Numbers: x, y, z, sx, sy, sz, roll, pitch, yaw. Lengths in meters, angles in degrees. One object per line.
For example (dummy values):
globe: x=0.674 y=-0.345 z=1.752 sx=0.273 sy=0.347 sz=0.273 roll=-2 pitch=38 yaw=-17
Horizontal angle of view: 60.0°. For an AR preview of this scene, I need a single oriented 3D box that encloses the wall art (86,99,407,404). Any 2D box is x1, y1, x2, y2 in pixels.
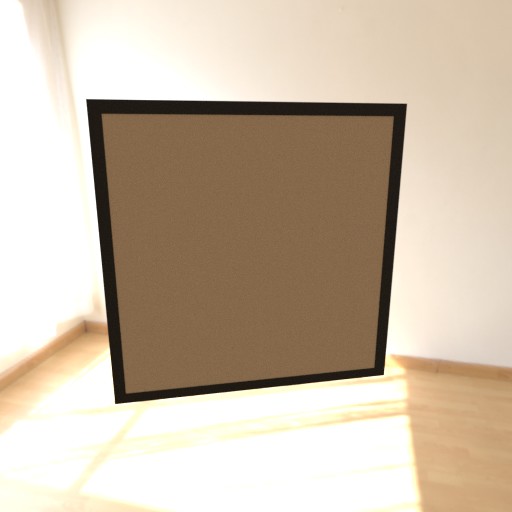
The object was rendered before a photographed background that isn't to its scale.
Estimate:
wall art: x=0.000 y=0.000 z=0.462 sx=0.306 sy=0.304 sz=0.015 roll=-3 pitch=15 yaw=-11
